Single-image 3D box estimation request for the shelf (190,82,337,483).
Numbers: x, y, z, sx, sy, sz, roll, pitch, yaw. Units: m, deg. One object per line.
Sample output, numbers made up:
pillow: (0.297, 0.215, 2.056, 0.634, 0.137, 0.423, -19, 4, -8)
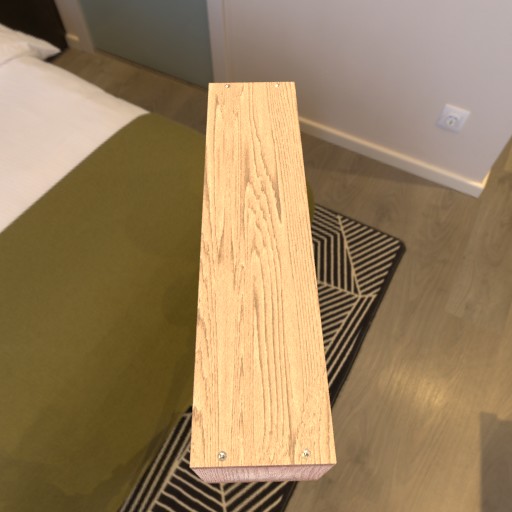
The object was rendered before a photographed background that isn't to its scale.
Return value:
shelf: (0.000, 0.000, 0.685, 0.150, 0.170, 0.610, -1, 58, -1)
